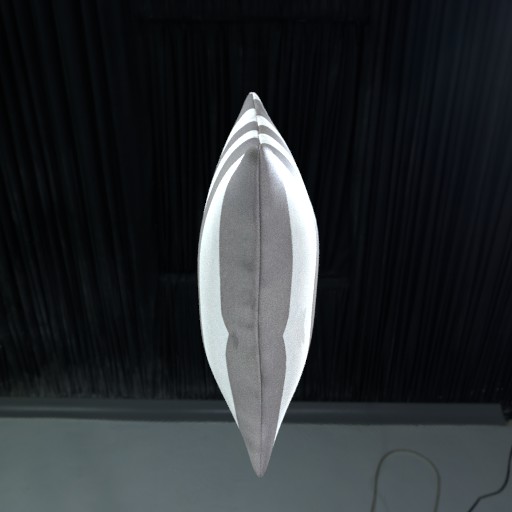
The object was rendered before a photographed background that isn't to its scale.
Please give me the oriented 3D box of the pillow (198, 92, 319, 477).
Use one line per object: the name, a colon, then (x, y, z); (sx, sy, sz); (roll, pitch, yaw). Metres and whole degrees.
pillow: (0.000, 0.000, 0.796); (0.192, 0.507, 0.522); (-1, 26, -1)
